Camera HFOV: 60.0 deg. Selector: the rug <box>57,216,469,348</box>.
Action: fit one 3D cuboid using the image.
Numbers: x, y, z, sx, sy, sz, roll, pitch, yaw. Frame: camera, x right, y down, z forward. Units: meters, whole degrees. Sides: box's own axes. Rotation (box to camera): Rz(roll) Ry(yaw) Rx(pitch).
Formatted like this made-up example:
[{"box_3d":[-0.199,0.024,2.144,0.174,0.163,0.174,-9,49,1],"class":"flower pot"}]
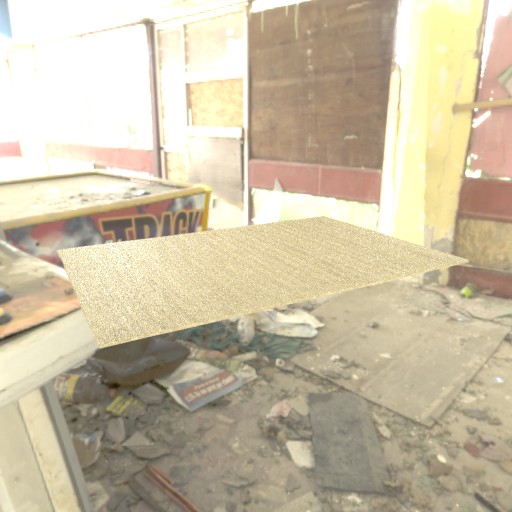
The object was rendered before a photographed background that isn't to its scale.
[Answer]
[{"box_3d":[0.000,0.000,2.947,2.297,0.018,1.532,-9,20,-28],"class":"rug"}]
